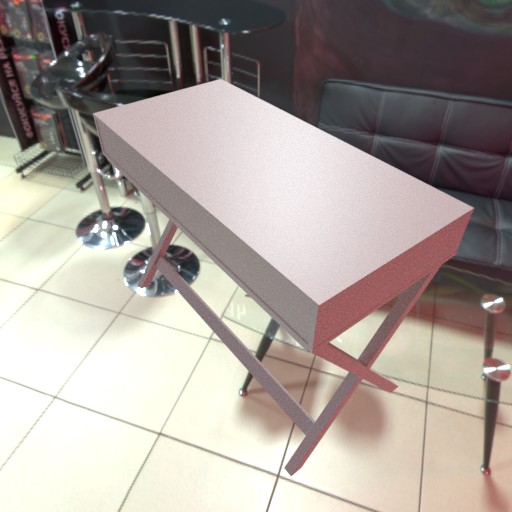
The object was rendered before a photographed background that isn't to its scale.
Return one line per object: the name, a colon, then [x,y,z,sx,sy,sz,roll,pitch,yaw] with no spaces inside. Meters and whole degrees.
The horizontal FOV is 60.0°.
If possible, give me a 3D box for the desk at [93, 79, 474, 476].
desk: [0.000,0.000,1.505,0.525,0.780,1.057,-27,48,-27]
